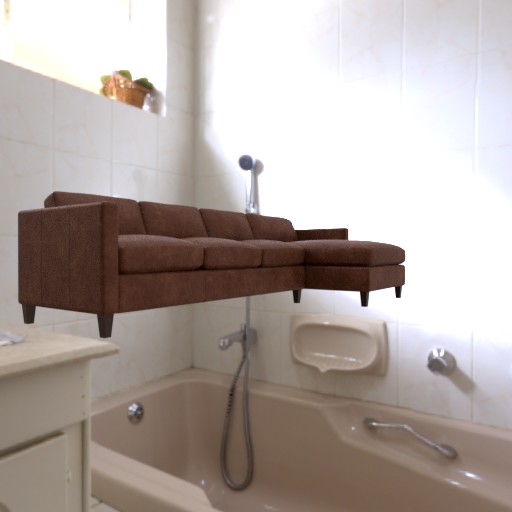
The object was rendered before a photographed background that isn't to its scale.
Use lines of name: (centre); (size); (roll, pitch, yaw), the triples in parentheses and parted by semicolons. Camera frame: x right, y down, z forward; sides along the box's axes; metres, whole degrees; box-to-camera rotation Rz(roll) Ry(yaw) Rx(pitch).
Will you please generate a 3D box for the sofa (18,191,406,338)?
sofa: (0.000, 0.000, 3.757); (1.581, 0.883, 3.203); (0, 0, 36)
